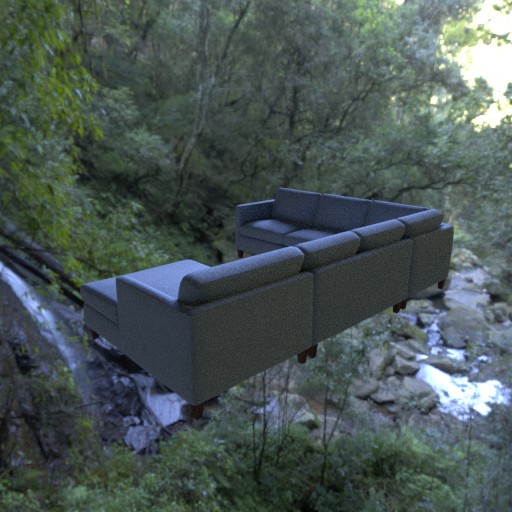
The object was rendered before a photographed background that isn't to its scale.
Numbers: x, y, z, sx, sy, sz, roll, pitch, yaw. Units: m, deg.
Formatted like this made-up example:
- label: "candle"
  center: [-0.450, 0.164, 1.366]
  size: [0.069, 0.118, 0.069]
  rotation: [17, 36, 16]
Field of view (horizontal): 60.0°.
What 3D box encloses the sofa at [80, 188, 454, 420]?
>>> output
- label: "sofa"
  center: [0.000, 0.000, 4.480]
  size: [3.403, 0.889, 2.551]
  rotation: [-15, 22, -41]
